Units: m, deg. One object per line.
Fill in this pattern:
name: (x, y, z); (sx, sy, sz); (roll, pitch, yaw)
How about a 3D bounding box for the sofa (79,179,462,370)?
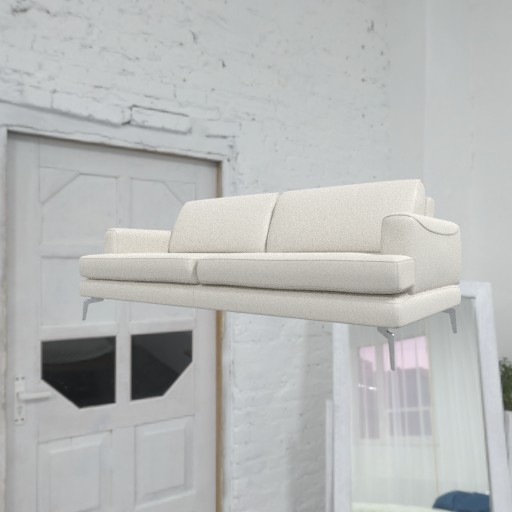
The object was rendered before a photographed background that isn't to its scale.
sofa: (0.000, 0.000, 2.436); (1.940, 0.765, 0.974); (0, 0, 37)
